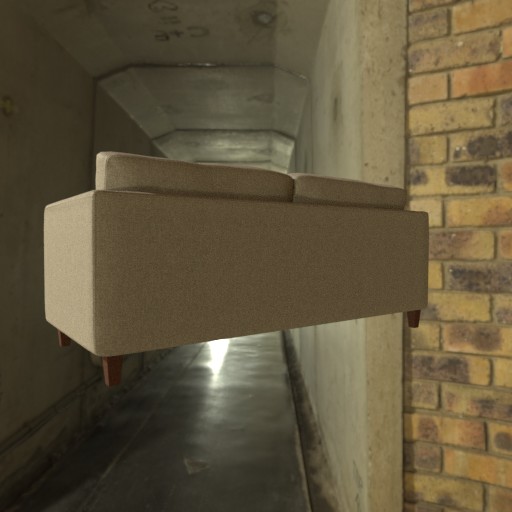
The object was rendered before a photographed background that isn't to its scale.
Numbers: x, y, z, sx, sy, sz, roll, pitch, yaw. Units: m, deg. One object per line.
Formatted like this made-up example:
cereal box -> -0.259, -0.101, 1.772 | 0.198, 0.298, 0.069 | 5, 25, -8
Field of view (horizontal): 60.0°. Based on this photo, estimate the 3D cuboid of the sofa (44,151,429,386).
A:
sofa -> 0.000, 0.000, 2.680 | 2.208, 0.963, 0.956 | -1, 2, -36
